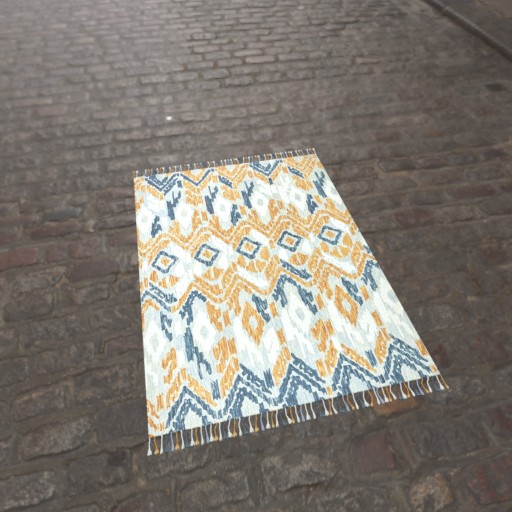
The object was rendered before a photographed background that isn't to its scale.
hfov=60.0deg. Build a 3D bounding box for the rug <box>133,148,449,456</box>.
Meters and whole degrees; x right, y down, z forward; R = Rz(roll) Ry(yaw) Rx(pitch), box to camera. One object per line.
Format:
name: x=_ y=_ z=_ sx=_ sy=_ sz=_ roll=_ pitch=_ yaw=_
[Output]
rug: x=0.000 y=0.000 z=2.340 sx=1.230 sy=0.008 sz=1.827 roll=-9 pitch=47 yaw=-9
